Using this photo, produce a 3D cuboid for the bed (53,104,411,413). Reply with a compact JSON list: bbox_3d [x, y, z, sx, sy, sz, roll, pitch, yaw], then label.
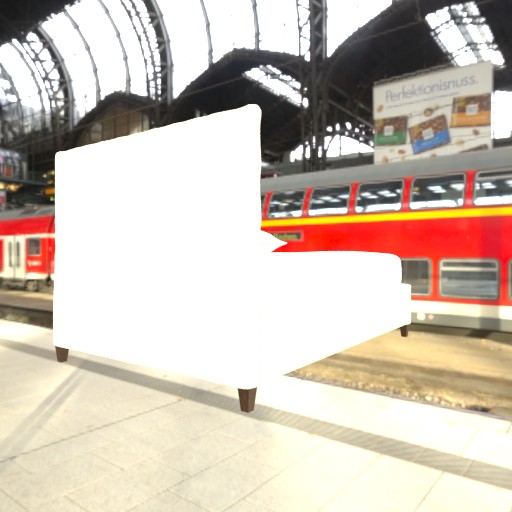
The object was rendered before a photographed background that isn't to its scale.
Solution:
[{"bbox_3d":[0.000,0.000,3.460,1.698,1.427,2.387,0,0,36],"label":"bed"}]
